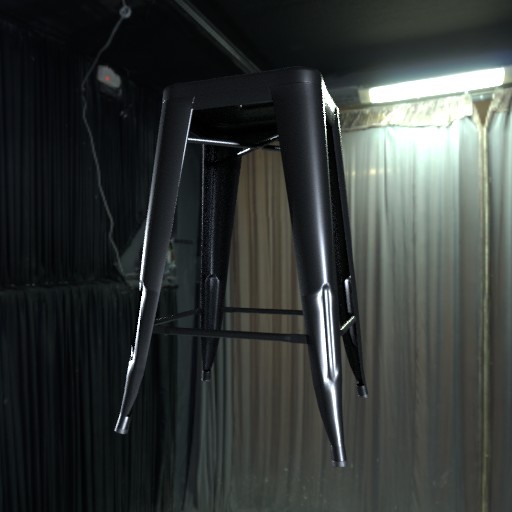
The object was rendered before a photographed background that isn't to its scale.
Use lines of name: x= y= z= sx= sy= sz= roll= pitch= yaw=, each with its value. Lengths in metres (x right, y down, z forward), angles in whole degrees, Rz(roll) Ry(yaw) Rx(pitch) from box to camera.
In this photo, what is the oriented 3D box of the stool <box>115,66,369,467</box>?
stool: x=0.000 y=0.000 z=0.862 sx=0.399 sy=0.609 sz=0.359 roll=0 pitch=0 yaw=19
